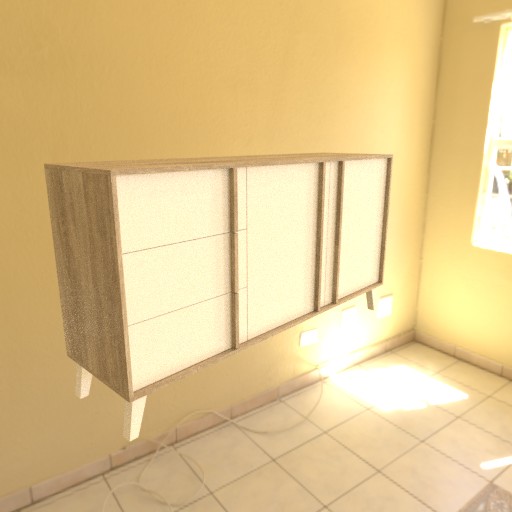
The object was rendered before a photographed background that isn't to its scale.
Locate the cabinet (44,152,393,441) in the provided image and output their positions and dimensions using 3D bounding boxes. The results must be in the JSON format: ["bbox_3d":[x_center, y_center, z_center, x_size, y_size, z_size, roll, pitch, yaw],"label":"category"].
[{"bbox_3d":[0.000,0.000,2.016,0.450,0.870,1.600,14,20,42],"label":"cabinet"}]
